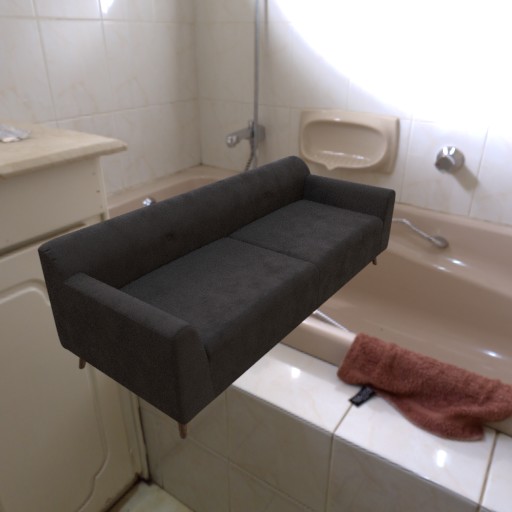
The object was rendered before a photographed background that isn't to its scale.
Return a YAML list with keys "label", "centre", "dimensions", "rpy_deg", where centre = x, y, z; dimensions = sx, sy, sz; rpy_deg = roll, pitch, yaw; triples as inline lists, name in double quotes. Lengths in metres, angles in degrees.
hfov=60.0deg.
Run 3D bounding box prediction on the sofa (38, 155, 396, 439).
- label: "sofa"
  centre: [0.000, 0.000, 2.727]
  dimensions: [0.900, 0.740, 2.190]
  rpy_deg: [18, 31, 33]
